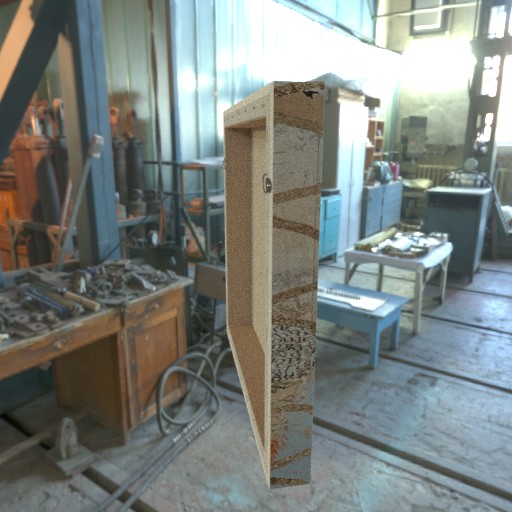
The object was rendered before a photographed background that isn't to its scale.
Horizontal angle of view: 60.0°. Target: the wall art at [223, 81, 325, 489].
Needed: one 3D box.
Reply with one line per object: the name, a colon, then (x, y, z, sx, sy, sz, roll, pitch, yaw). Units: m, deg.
wall art: (0.000, 0.000, 0.458, 0.036, 0.304, 0.303, -3, 15, -10)
